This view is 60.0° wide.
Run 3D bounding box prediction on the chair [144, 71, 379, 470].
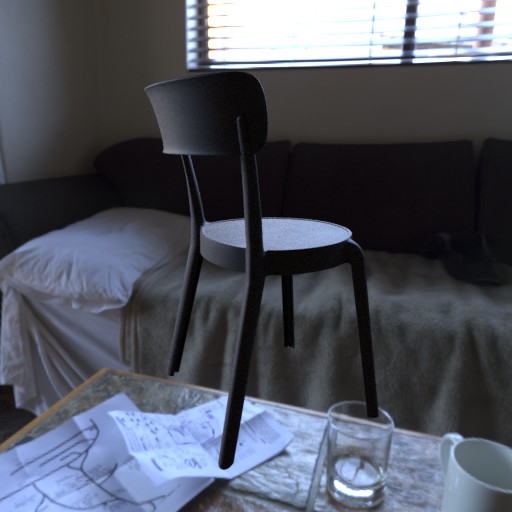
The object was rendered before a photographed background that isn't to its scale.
[{"bbox_3d":[0.000,0.000,1.114,0.491,0.790,0.506,-7,16,-25],"label":"chair"}]
